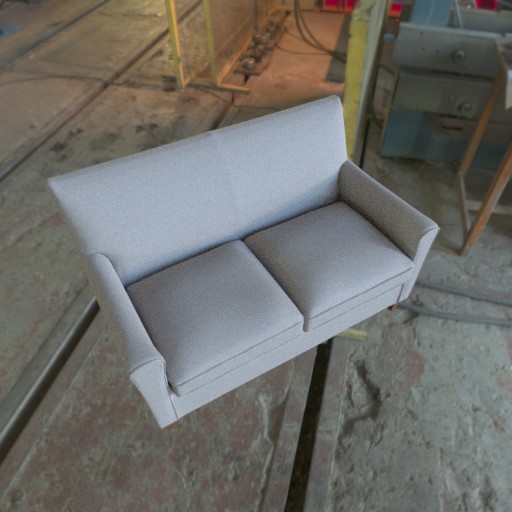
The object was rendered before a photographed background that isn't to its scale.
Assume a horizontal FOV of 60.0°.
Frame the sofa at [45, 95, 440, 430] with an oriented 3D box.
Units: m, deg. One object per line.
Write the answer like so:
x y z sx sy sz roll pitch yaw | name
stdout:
0.000 0.000 2.105 1.482 0.890 0.888 -23 50 -21 | sofa
